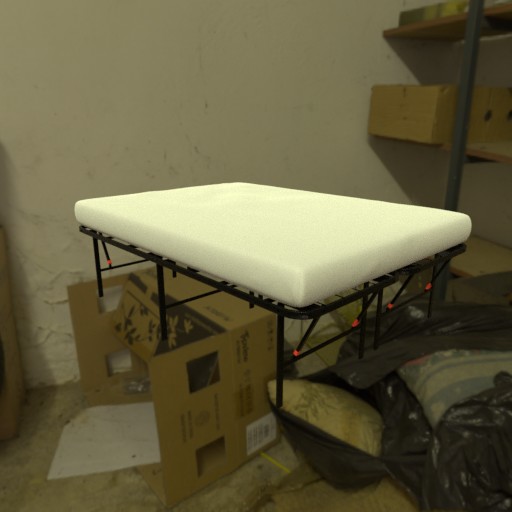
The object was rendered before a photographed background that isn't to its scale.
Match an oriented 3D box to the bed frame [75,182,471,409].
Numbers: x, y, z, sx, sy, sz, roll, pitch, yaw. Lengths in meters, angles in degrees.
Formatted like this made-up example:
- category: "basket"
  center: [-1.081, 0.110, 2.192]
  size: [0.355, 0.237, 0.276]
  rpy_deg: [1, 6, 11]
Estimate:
- category: "bed frame"
  center: [0.000, 0.000, 2.610]
  size: [1.372, 0.637, 1.905]
  rpy_deg: [-15, 22, -41]
